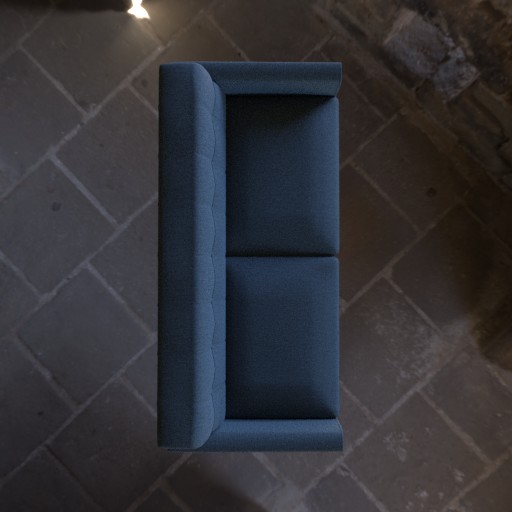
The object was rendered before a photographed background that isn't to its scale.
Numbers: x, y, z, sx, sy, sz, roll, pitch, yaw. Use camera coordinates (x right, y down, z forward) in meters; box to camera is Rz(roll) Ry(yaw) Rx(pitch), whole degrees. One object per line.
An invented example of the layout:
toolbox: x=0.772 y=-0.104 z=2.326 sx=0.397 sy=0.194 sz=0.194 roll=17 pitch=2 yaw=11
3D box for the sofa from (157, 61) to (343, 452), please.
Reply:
sofa: x=0.000 y=0.000 z=2.476 sx=0.942 sy=0.884 sz=2.055 roll=0 pitch=89 yaw=0
